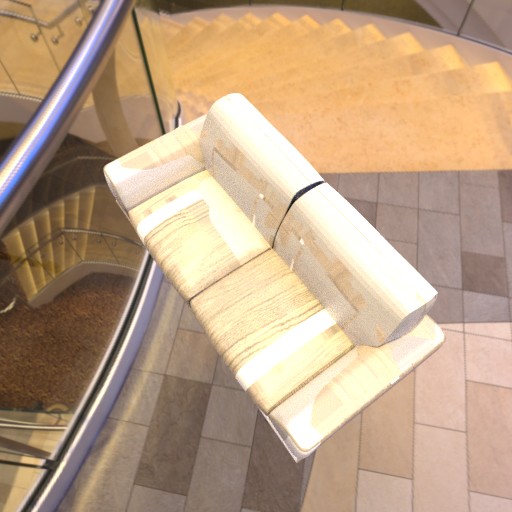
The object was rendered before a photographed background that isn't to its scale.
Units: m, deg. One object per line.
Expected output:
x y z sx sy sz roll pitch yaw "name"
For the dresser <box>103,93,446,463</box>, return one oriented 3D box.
0.000 0.000 5.984 2.251 1.863 4.679 -32 66 -16 "dresser"
